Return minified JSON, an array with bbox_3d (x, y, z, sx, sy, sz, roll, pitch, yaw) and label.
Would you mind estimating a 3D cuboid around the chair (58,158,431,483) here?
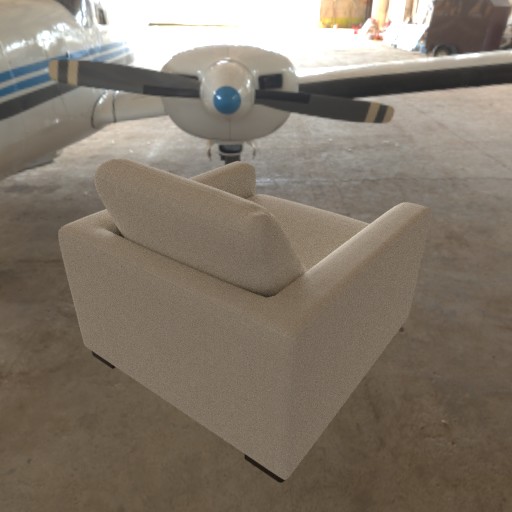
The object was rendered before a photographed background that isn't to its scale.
[{"bbox_3d":[0.000,0.000,1.852,1.070,0.876,1.100,20,35,32],"label":"chair"}]
